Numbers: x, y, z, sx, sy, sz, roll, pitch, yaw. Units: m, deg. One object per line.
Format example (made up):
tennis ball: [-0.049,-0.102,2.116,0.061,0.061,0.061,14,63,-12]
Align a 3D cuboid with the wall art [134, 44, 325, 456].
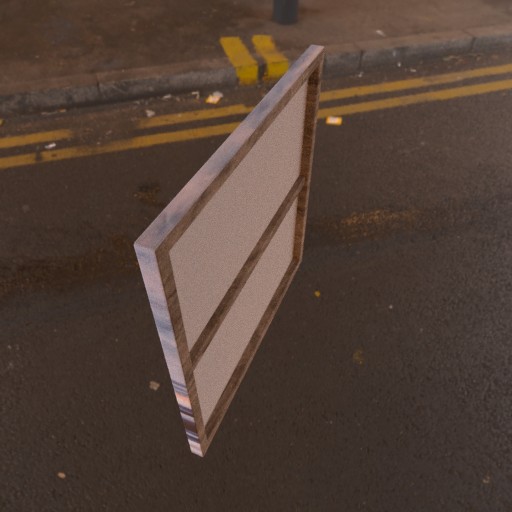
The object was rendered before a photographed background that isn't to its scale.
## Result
wall art: [0.000,0.000,1.094,0.035,0.747,0.747,17,49,16]
